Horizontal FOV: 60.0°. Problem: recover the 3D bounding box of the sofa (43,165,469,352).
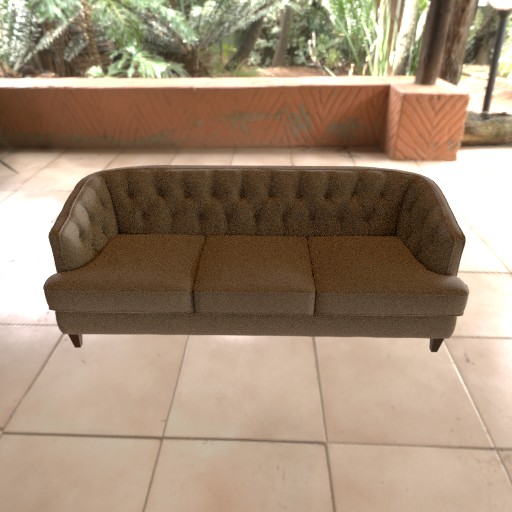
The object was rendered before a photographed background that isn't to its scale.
[{"bbox_3d":[0.000,0.000,2.725,2.278,0.855,0.941,1,30,1],"label":"sofa"}]
